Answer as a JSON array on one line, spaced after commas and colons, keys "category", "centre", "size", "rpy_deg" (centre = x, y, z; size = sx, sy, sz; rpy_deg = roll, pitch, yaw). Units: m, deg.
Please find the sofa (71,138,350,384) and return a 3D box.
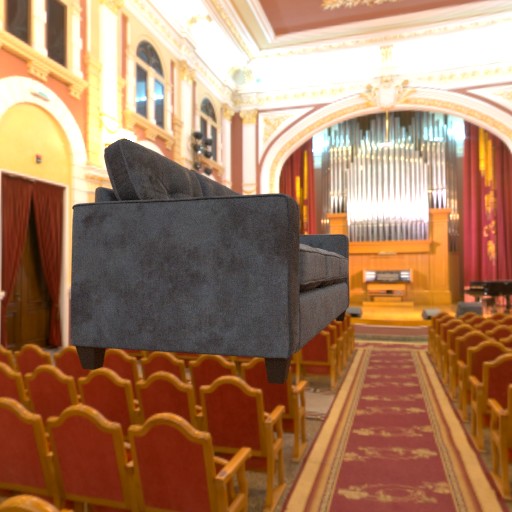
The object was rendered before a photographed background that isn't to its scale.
[{"category": "sofa", "centre": [0.000, 0.000, 2.655], "size": [0.939, 0.965, 2.133], "rpy_deg": [0, -2, 17]}]
